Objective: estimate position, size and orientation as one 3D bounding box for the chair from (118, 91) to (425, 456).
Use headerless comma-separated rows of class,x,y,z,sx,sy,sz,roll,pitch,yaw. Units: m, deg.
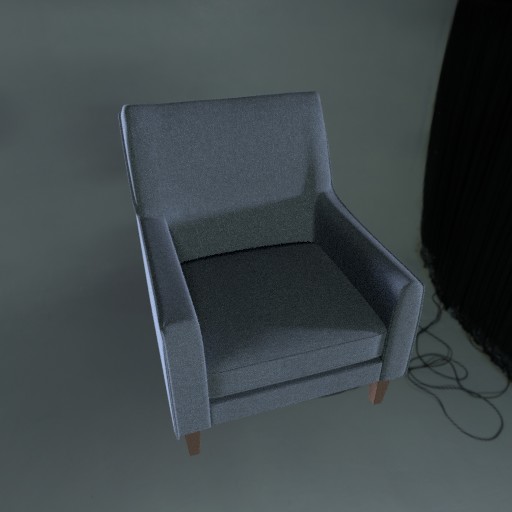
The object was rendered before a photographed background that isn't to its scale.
chair,0.000,0.000,1.581,0.780,0.919,0.899,-10,34,-15
